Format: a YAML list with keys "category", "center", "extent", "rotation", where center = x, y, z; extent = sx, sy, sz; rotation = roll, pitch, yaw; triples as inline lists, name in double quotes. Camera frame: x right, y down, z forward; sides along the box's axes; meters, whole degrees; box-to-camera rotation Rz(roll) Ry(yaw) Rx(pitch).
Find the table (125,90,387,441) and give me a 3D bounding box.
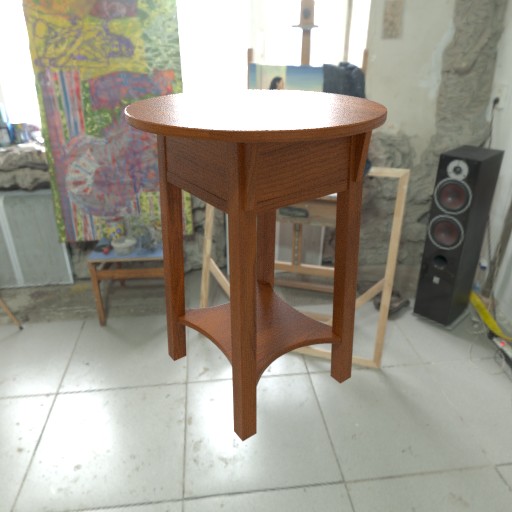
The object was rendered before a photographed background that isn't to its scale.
- category: "table"
  center: [0.000, 0.000, 0.935]
  extent: [0.457, 0.610, 0.457]
  rotation: [0, 27, 0]
